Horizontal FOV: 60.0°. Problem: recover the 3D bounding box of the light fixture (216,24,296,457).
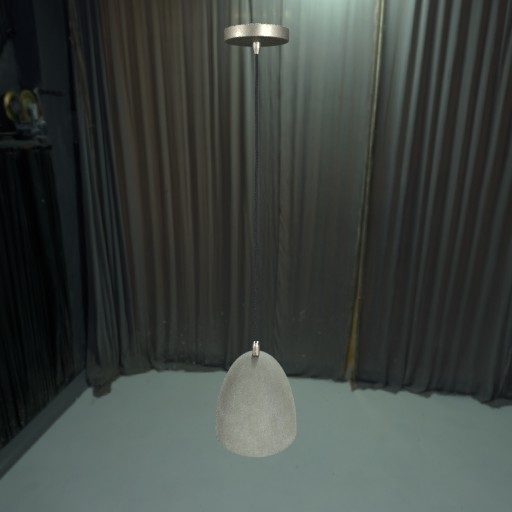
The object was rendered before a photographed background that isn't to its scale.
[{"bbox_3d":[0.000,0.000,0.825,0.170,0.759,0.170,3,17,8],"label":"light fixture"}]
